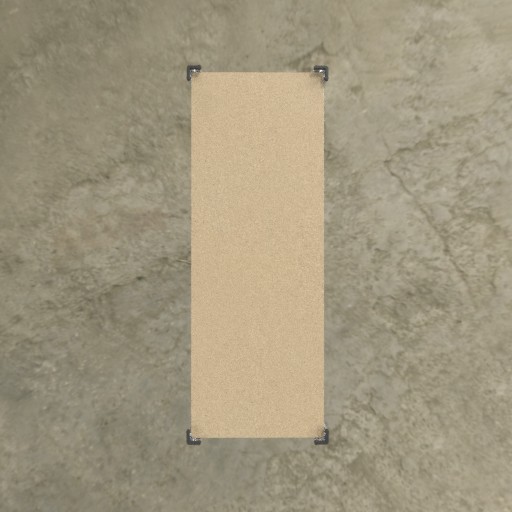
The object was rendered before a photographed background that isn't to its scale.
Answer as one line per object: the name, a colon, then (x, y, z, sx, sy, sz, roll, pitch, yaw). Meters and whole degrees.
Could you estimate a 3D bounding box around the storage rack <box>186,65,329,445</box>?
storage rack: (0.000, 0.000, 2.335, 0.457, 1.829, 1.219, 0, 90, 0)
